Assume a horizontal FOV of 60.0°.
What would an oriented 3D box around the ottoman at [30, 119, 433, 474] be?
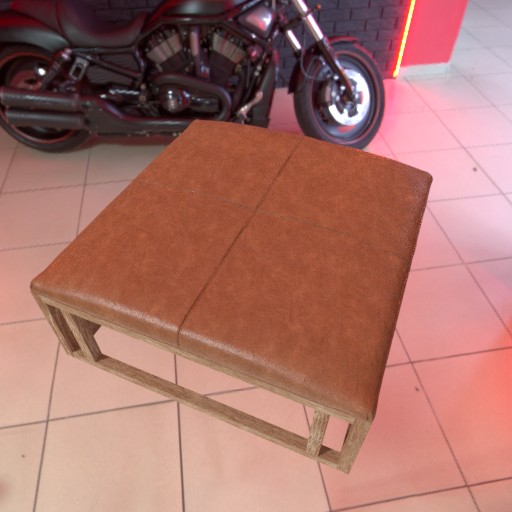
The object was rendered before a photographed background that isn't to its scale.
[{"bbox_3d":[0.000,0.000,1.573,1.013,0.442,1.016,17,49,16],"label":"ottoman"}]
